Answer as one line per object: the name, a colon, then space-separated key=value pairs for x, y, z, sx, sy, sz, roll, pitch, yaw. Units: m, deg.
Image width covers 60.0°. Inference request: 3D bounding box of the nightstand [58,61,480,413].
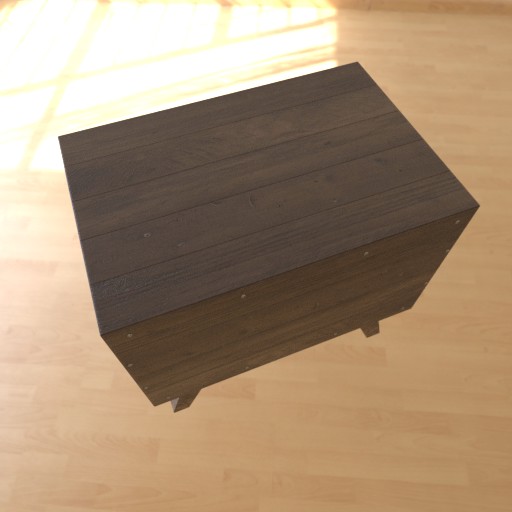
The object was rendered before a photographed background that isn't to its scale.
nightstand: x=0.000 y=0.000 z=1.057 sx=0.650 sy=0.599 sz=0.450 roll=-18 pitch=59 yaw=-11
